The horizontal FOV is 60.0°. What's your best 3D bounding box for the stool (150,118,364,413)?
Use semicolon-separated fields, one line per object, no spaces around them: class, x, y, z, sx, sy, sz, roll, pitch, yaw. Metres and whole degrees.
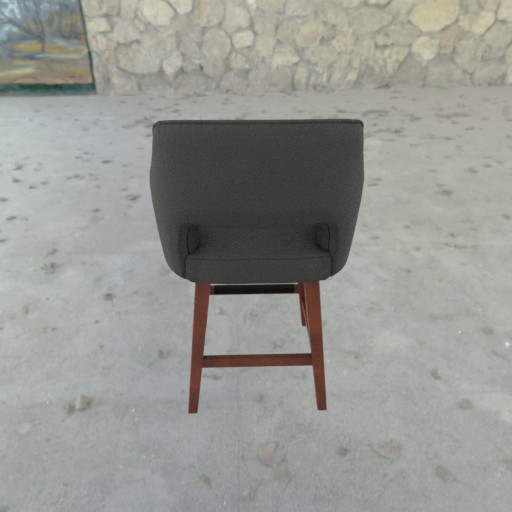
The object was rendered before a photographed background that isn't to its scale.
stool;0.000;0.000;1.307;0.548;0.912;0.558;-1;31;-1
